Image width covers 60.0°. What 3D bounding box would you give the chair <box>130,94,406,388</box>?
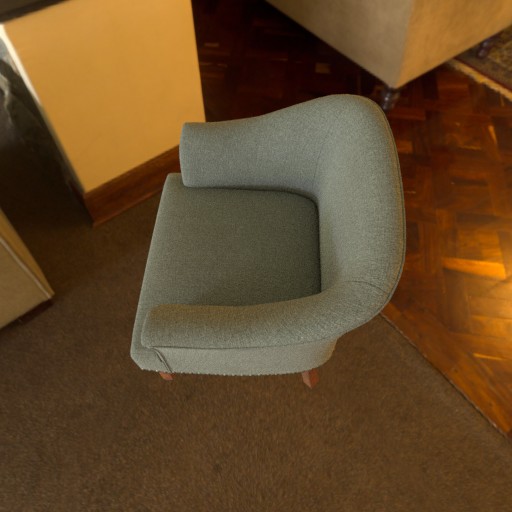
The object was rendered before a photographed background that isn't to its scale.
[{"bbox_3d":[0.000,0.000,1.422,0.704,0.815,0.798,2,58,2],"label":"chair"}]
